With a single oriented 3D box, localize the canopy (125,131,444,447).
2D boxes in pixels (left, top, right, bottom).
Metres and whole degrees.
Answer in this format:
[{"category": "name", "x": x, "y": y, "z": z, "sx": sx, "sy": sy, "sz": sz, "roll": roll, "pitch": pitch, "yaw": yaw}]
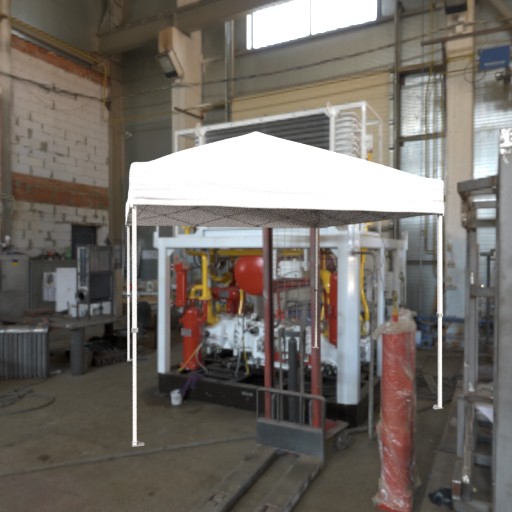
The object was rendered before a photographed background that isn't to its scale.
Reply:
[{"category": "canopy", "x": 0.000, "y": 0.000, "z": 5.356, "sx": 2.998, "sy": 2.997, "sz": 2.996, "roll": 0, "pitch": 1, "yaw": -17}]
